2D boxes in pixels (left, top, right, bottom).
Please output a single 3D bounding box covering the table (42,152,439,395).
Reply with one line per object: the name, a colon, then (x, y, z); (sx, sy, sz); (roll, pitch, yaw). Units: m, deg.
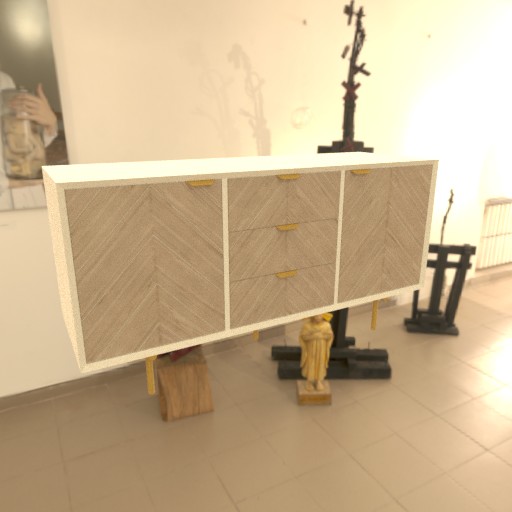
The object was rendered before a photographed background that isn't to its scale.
table: (0.000, 0.000, 1.858); (1.500, 0.769, 0.508); (-9, 19, -27)
